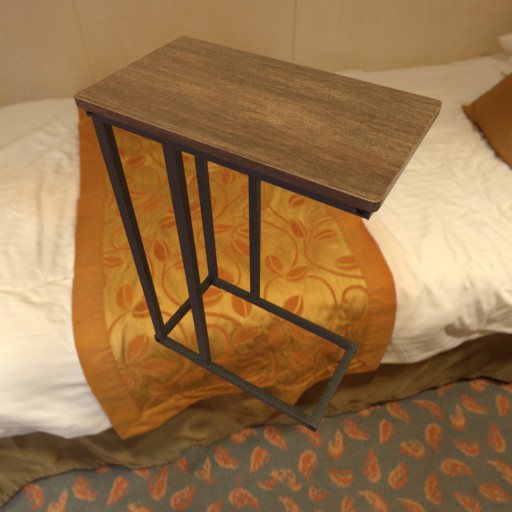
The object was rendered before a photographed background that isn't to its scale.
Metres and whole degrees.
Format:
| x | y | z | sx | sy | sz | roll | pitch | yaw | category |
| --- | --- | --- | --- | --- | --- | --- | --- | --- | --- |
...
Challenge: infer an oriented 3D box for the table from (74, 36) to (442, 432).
| x | y | z | sx | sy | sz | roll | pitch | yaw | category |
| --- | --- | --- | --- | --- | --- | --- | --- | --- | --- |
| 0.000 | 0.000 | 0.845 | 0.450 | 0.637 | 0.254 | 24 | 51 | 21 | table |
